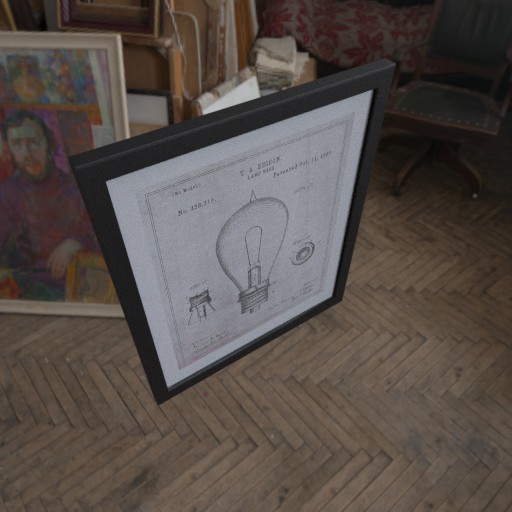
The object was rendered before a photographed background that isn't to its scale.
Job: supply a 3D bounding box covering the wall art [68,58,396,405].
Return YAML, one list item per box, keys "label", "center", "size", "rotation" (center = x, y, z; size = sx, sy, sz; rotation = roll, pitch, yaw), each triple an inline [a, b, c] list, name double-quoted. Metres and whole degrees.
- label: "wall art"
  center: [0.000, 0.000, 0.695]
  size: [0.430, 0.509, 0.021]
  rotation: [-25, 51, -22]
